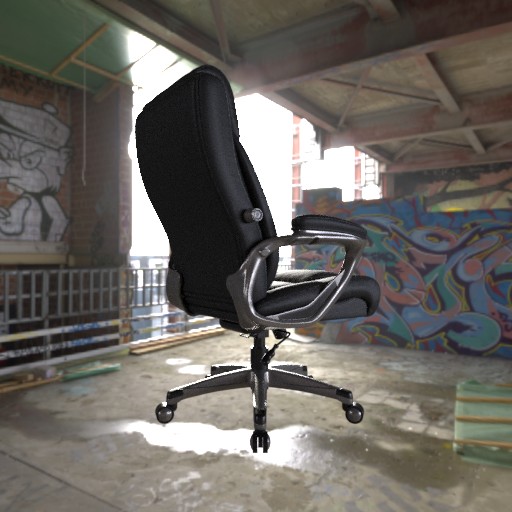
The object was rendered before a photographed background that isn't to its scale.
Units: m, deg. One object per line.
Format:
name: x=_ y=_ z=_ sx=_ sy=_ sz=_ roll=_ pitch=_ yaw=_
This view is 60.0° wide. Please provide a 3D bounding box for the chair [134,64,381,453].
chair: x=0.000 y=0.000 z=1.675 sx=0.784 sy=1.167 sz=0.741 roll=0 pitch=0 yaw=-36
